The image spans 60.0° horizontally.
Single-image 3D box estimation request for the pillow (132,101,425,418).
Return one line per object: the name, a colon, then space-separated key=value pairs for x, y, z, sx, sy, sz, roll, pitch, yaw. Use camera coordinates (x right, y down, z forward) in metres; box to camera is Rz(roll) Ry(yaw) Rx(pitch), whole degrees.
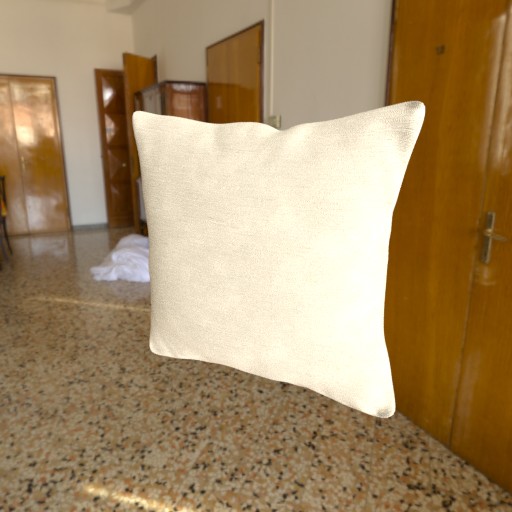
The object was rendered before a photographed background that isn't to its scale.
pillow: x=0.000 y=0.000 z=0.656 sx=0.437 sy=0.420 sz=0.162 roll=8 pitch=17 yaw=27
